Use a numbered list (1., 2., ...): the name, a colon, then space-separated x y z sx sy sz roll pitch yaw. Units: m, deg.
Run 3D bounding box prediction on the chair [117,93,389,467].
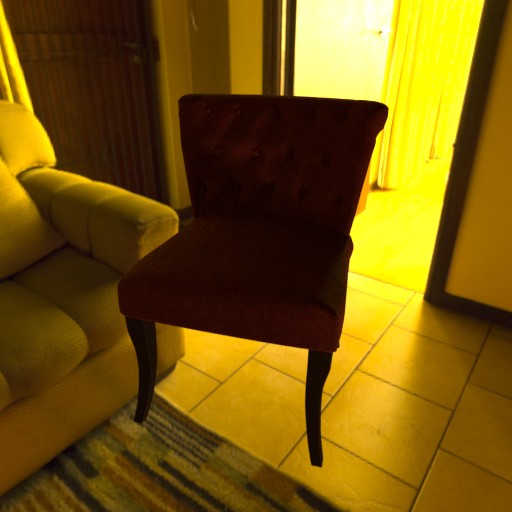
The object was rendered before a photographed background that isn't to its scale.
1. chair: 0.000 0.000 1.180 0.582 0.750 0.605 8 28 14
